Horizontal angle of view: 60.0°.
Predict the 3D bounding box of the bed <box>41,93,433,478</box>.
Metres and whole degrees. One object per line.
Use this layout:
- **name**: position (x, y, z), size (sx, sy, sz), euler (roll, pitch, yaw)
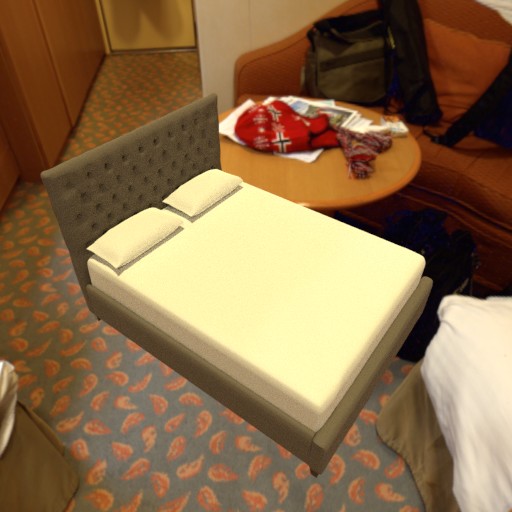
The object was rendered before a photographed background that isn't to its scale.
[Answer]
- **bed**: position (0.000, 0.000, 3.285), size (2.233, 1.426, 1.696), euler (26, 48, 27)
